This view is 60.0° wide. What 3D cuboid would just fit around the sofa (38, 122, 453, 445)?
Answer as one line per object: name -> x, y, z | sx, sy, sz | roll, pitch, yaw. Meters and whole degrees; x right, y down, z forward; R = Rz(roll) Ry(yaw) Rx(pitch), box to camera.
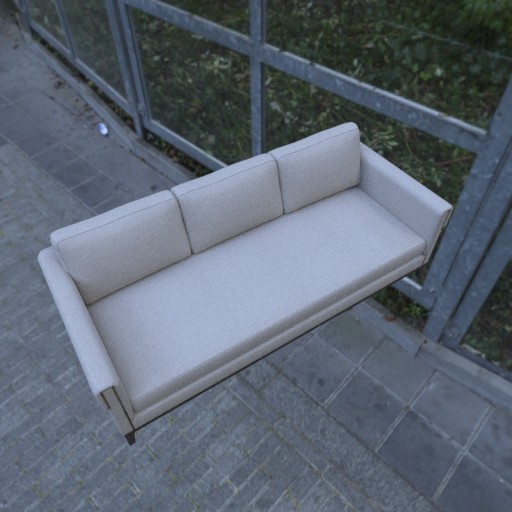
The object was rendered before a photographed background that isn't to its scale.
sofa -> 0.000, 0.000, 2.678 | 2.210, 0.838, 0.959 | -25, 52, -22
